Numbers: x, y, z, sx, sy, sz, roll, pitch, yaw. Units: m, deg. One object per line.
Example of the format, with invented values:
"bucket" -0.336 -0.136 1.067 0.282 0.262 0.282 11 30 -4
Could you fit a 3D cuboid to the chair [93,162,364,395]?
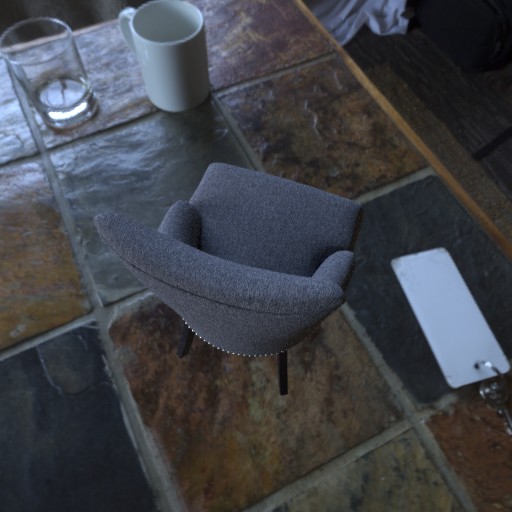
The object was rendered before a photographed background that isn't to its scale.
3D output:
"chair" 0.000 0.000 1.327 0.566 0.909 0.629 18 65 8
